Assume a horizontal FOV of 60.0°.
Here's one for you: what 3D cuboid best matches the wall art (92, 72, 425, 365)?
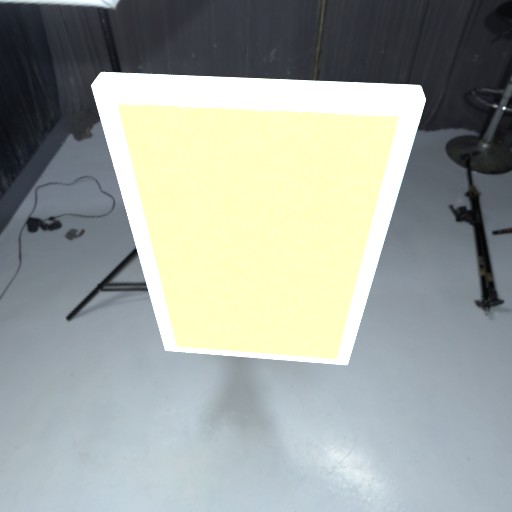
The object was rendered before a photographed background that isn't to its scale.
[{"bbox_3d":[0.000,0.000,0.761,0.401,0.610,0.038,4,47,4],"label":"wall art"}]
